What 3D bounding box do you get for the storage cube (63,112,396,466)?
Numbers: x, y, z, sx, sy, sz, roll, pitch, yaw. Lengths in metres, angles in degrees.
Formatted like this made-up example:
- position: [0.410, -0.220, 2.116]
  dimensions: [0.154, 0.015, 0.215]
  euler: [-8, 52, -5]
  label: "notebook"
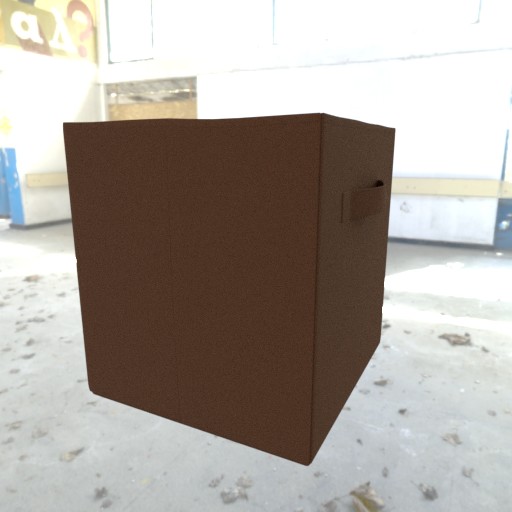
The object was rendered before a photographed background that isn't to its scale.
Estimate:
- position: [0.000, 0.000, 0.494]
  dimensions: [0.270, 0.280, 0.270]
  euler: [7, 15, 26]
  label: "storage cube"
